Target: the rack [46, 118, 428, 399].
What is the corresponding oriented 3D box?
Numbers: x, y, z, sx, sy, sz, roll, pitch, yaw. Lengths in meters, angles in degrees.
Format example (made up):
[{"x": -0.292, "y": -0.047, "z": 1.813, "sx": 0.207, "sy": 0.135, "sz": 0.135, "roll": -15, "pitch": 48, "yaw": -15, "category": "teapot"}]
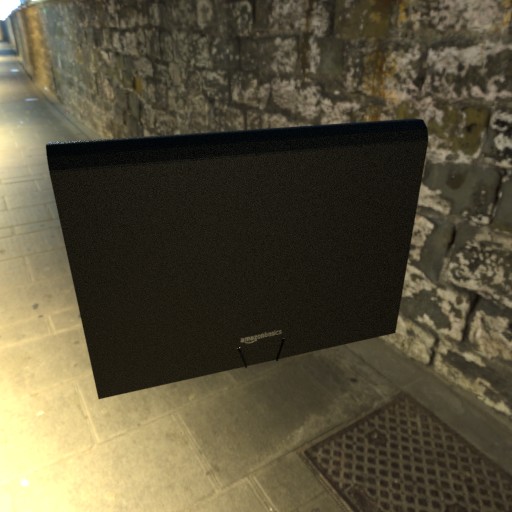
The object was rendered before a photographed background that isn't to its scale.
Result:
[{"x": 0.000, "y": 0.000, "z": 0.432, "sx": 0.330, "sy": 0.241, "sz": 0.041, "roll": -9, "pitch": 28, "yaw": -16, "category": "rack"}]
